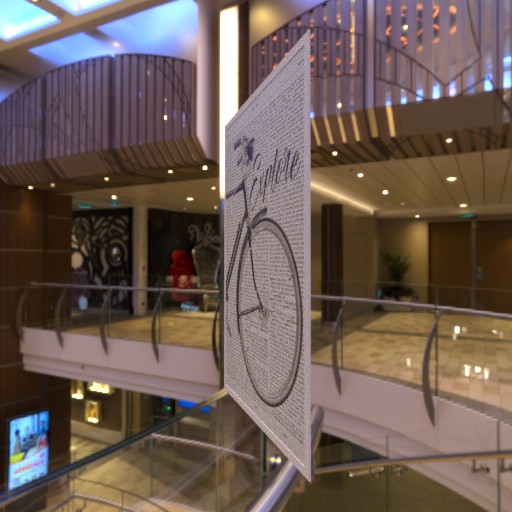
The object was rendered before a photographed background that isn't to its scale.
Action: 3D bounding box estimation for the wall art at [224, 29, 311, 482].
[{"bbox_3d":[0.000,0.000,0.814,0.003,0.610,0.457,0,-1,-19],"label":"wall art"}]
